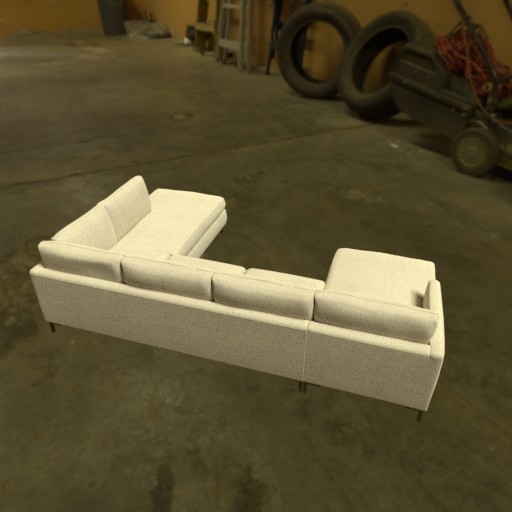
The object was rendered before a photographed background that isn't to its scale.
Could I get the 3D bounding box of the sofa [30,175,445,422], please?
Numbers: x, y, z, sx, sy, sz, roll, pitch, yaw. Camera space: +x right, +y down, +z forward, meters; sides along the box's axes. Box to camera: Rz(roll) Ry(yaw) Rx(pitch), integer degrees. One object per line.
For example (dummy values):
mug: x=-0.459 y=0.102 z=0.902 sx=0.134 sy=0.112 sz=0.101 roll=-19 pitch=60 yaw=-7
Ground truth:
sofa: x=0.000 y=0.000 z=3.534 sx=2.737 sy=0.756 sz=1.879 roll=9 pitch=34 yaw=15
